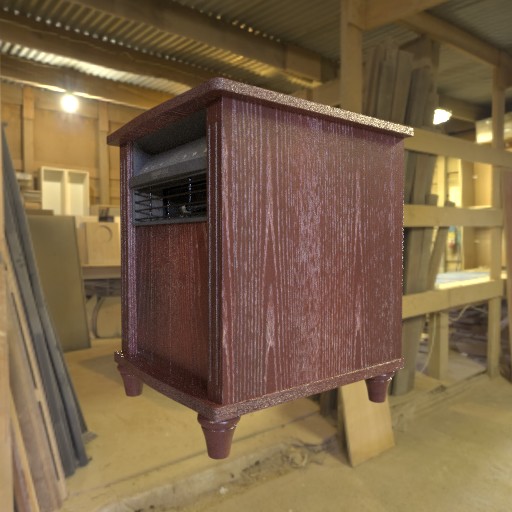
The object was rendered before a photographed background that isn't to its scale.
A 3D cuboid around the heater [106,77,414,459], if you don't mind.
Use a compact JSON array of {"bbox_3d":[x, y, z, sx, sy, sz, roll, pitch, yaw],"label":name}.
[{"bbox_3d":[0.000,0.000,0.751,0.400,0.481,0.362,-1,2,-37],"label":"heater"}]
